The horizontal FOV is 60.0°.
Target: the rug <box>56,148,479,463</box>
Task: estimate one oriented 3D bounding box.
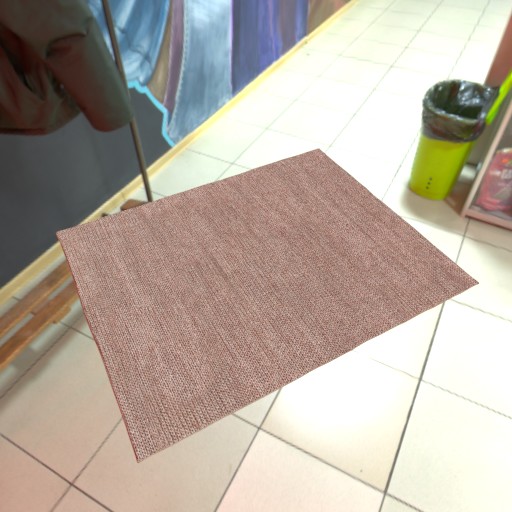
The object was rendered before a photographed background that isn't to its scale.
[{"bbox_3d":[0.000,0.000,4.023,3.052,0.030,2.429,-22,50,-20],"label":"rug"}]
